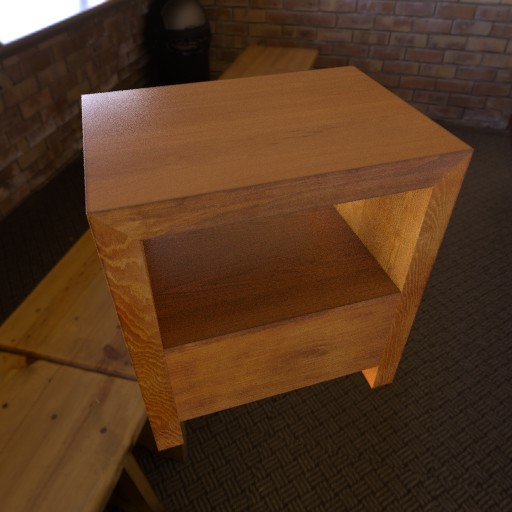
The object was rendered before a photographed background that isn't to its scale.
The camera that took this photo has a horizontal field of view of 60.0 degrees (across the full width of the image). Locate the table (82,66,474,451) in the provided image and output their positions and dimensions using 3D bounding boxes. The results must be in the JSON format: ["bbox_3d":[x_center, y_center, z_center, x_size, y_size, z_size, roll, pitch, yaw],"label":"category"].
[{"bbox_3d":[0.000,0.000,0.934,0.550,0.605,0.400,-12,42,-13],"label":"table"}]
